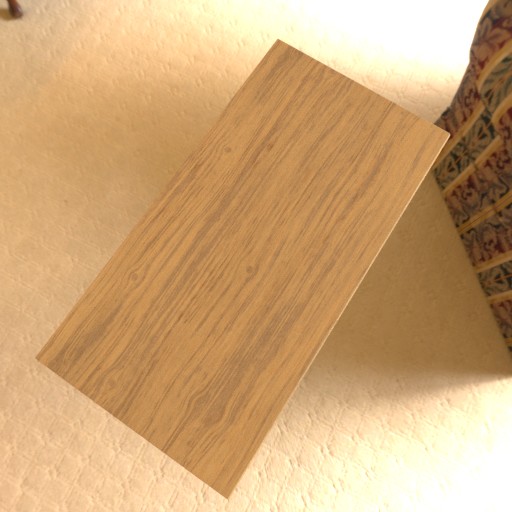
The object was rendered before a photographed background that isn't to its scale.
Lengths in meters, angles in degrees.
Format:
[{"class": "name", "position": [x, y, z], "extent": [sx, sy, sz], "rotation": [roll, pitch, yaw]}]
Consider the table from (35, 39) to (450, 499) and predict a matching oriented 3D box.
[{"class": "table", "position": [0.000, 0.000, 1.608], "extent": [0.693, 0.445, 1.331], "rotation": [32, 78, 8]}]
